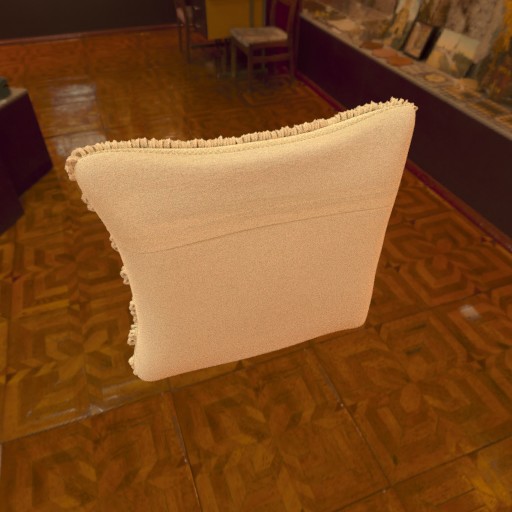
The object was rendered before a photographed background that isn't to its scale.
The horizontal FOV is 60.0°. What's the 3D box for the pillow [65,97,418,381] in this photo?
[{"bbox_3d":[0.000,0.000,0.659,0.437,0.427,0.145,-12,43,-14],"label":"pillow"}]
